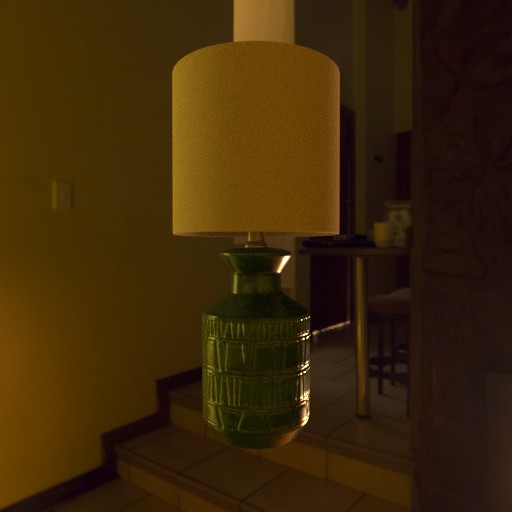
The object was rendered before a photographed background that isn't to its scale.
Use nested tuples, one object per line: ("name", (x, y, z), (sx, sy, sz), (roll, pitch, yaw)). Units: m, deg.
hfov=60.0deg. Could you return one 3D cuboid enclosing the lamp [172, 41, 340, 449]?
("lamp", (0.000, 0.000, 0.573), (0.211, 0.455, 0.211), (0, 1, 18))
